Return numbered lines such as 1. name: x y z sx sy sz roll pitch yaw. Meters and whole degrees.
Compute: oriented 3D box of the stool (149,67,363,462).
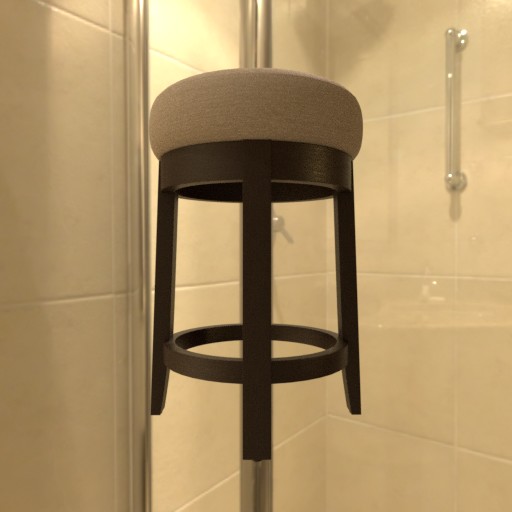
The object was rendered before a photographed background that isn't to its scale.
1. stool: 0.000 0.000 0.946 0.443 0.672 0.443 0 1 0
